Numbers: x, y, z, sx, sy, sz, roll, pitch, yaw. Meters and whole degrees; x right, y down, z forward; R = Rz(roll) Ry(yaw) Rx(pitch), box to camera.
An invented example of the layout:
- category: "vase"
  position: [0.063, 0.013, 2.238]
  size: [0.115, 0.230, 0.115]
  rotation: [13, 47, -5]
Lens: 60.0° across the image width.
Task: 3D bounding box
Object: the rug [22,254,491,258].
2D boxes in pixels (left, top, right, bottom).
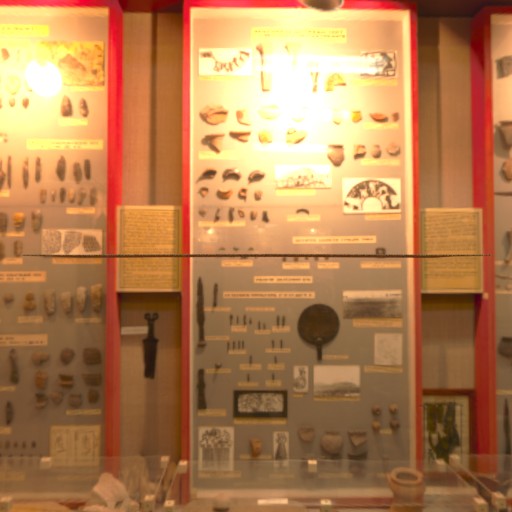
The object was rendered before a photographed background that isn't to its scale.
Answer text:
- category: "rug"
  position: [0.000, 0.000, 2.543]
  size: [2.335, 0.013, 0.697]
  rotation: [0, -1, 0]
